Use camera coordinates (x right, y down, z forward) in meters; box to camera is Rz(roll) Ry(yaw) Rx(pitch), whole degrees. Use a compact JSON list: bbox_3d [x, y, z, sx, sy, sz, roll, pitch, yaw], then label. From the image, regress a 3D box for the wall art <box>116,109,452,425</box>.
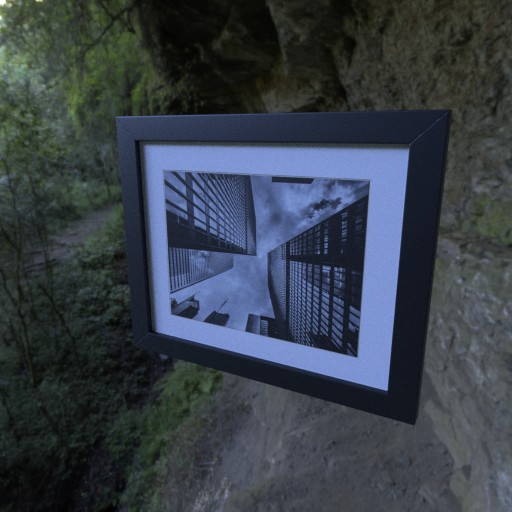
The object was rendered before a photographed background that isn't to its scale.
[{"bbox_3d":[0.000,0.000,0.745,0.558,0.457,0.031,8,17,27],"label":"wall art"}]
